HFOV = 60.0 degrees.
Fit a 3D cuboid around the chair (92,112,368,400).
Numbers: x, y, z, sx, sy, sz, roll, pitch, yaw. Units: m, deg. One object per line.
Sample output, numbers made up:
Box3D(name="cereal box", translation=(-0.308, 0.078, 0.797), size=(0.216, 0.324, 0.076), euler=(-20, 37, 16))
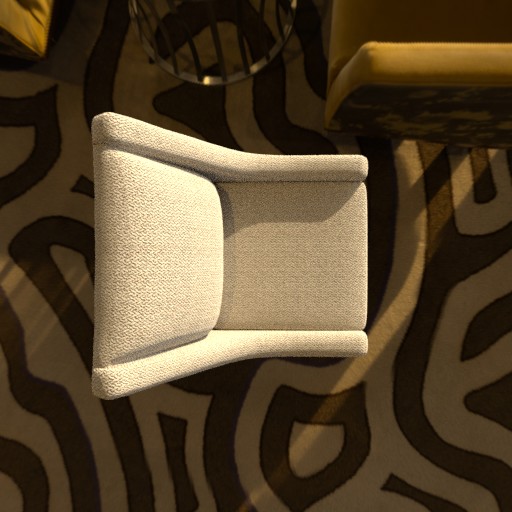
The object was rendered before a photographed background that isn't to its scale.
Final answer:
Box3D(name="chair", translation=(0.000, 0.000, 1.643), size=(0.870, 1.014, 0.774), euler=(0, 90, 1))
